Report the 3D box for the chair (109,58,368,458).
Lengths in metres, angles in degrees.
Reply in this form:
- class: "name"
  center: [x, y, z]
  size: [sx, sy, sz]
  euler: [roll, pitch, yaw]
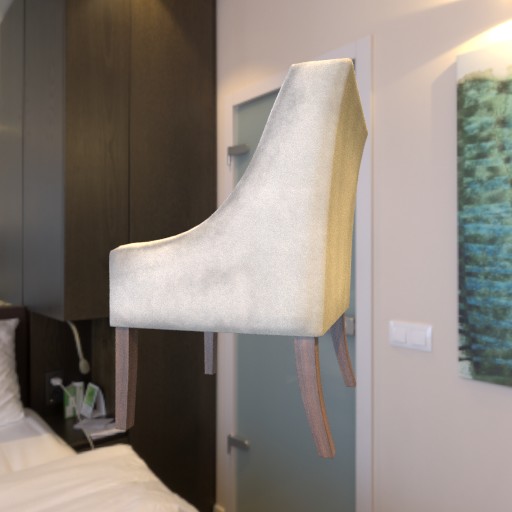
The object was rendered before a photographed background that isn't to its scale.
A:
- class: "chair"
  center: [0.000, 0.000, 1.347]
  size: [0.629, 0.895, 0.629]
  euler: [0, 0, 18]
